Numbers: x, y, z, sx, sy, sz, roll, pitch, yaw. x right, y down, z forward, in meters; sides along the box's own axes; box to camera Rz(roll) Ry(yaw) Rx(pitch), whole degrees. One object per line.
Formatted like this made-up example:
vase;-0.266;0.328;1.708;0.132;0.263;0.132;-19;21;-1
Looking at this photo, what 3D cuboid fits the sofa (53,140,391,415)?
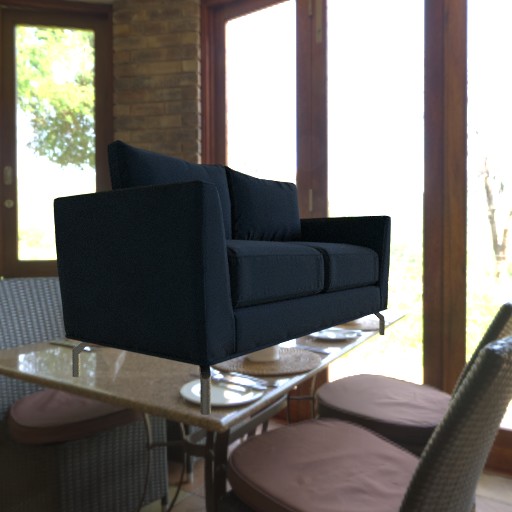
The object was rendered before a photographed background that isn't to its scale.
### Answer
sofa;0.000;0.000;2.327;0.853;1.002;1.770;1;1;36
